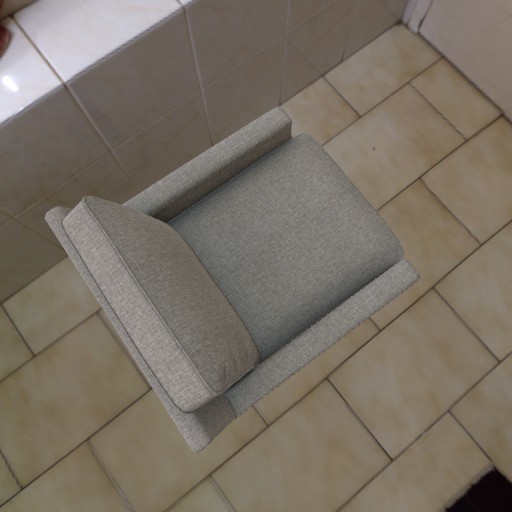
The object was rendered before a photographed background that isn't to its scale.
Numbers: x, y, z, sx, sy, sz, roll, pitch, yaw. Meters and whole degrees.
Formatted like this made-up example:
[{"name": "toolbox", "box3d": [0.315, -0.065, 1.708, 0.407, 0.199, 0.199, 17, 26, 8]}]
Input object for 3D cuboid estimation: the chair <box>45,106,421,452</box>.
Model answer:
[{"name": "chair", "box3d": [0.000, 0.000, 1.669, 1.014, 0.943, 0.853, -35, 78, -8]}]
